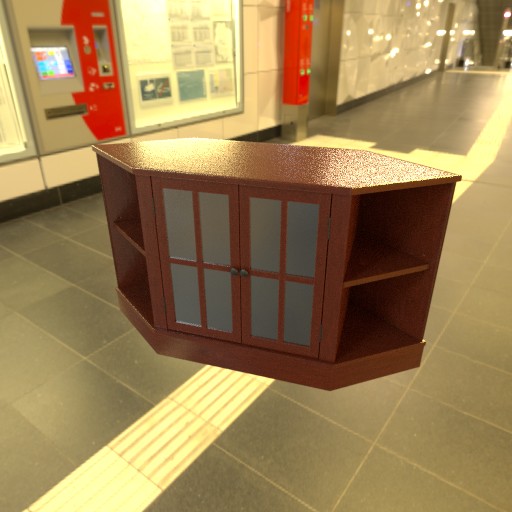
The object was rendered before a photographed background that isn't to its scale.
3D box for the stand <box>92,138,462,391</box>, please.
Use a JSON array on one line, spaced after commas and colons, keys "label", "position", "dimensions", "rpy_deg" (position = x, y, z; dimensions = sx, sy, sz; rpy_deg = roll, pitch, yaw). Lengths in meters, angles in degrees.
[{"label": "stand", "position": [0.000, 0.000, 1.380], "dimensions": [1.072, 0.614, 0.381], "rpy_deg": [8, 28, 15]}]
